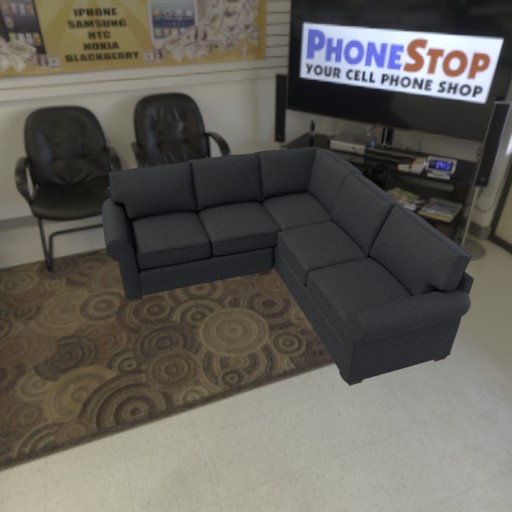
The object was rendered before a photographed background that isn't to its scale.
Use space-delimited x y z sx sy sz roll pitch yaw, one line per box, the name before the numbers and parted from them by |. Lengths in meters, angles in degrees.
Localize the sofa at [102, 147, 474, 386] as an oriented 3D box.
sofa | 0.000 0.000 3.905 2.487 1.042 2.562 -10 34 -15
